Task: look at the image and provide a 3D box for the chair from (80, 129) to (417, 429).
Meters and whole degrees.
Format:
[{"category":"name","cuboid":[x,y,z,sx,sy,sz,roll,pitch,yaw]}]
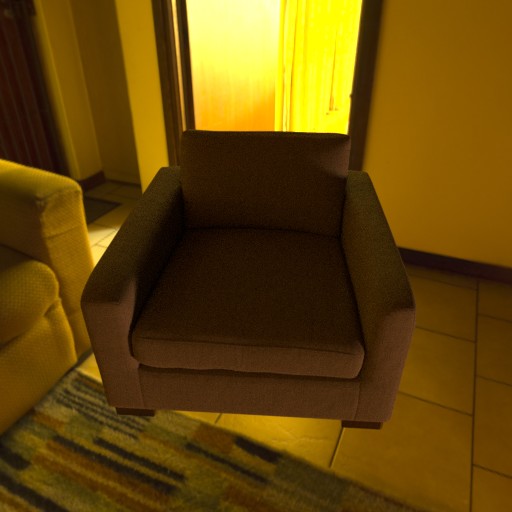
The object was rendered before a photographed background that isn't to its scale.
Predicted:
[{"category":"chair","cuboid":[0.000,0.000,1.890,1.070,0.847,1.100,2,32,3]}]
